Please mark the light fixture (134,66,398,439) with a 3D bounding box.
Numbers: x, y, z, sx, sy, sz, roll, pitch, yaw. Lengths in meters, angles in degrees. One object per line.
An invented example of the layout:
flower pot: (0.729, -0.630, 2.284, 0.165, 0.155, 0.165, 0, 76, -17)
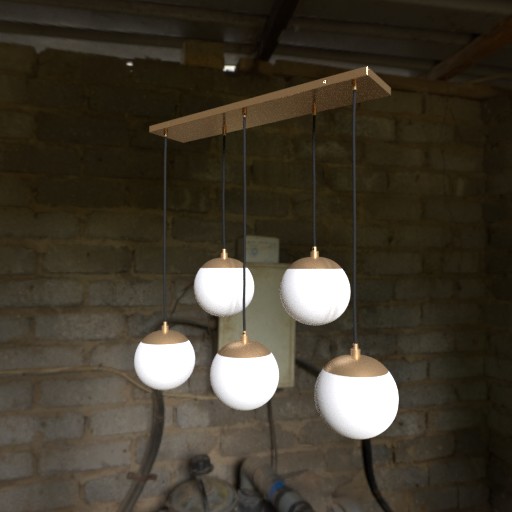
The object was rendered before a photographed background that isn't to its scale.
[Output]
light fixture: (0.000, 0.000, 1.306, 0.863, 0.869, 0.299, -1, -1, 36)
